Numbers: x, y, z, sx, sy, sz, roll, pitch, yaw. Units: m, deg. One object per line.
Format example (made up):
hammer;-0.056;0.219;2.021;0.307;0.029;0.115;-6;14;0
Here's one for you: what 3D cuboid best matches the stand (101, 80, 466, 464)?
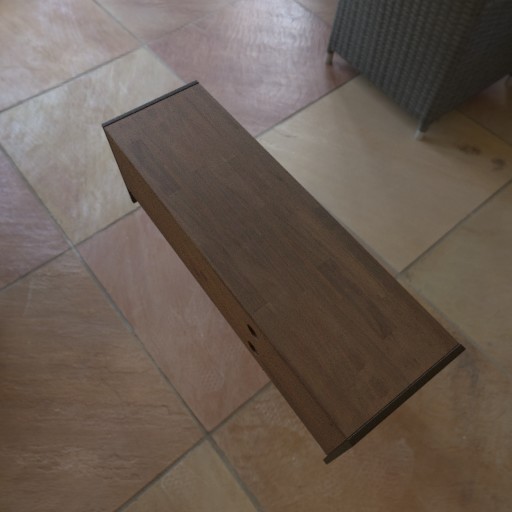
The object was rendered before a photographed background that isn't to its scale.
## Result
stand;0.000;0.000;1.756;0.454;0.506;1.480;-32;65;-17
